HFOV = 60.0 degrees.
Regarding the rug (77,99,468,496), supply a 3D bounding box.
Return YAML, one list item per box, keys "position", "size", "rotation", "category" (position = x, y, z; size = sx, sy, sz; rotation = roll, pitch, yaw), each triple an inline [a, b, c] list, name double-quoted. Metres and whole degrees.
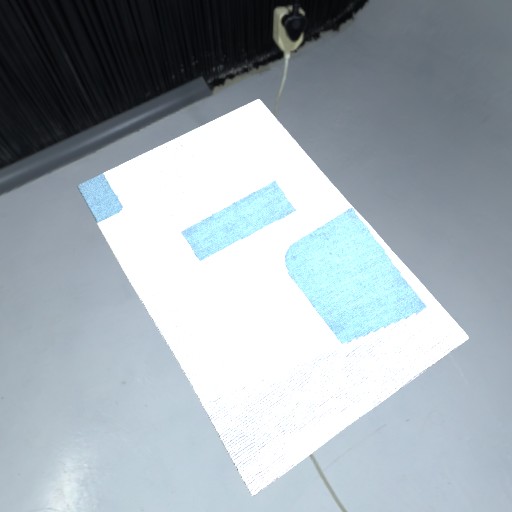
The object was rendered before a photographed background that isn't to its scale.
- position: [0.000, 0.000, 2.319]
  size: [1.238, 0.020, 1.847]
  rotation: [-30, 67, -14]
  category: "rug"
